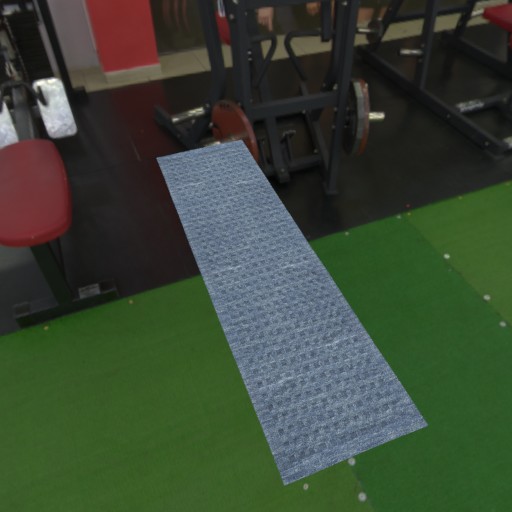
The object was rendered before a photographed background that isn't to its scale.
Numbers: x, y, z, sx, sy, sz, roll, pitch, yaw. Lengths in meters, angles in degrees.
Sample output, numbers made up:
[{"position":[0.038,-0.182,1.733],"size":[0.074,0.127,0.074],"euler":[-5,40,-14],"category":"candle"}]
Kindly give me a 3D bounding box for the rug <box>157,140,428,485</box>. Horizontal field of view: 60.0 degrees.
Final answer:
[{"position":[0.000,0.000,2.642],"size":[0.688,0.008,2.443],"euler":[-15,49,-14],"category":"rug"}]
